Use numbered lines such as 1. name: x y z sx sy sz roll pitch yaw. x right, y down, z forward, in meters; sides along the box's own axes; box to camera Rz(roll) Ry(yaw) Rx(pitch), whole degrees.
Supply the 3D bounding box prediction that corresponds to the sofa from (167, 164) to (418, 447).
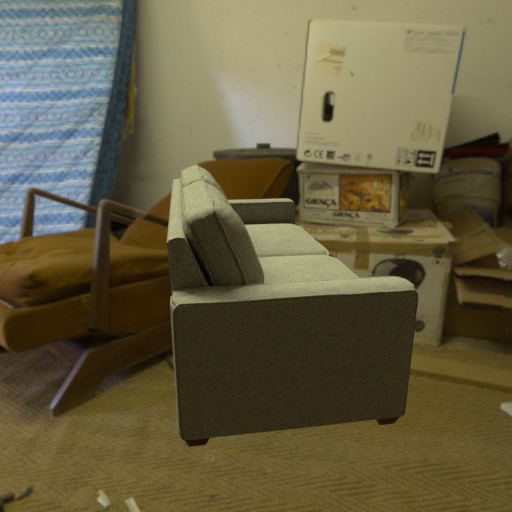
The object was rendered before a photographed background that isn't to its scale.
1. sofa: 0.000 0.000 2.594 0.945 0.918 2.078 -3 17 -9
